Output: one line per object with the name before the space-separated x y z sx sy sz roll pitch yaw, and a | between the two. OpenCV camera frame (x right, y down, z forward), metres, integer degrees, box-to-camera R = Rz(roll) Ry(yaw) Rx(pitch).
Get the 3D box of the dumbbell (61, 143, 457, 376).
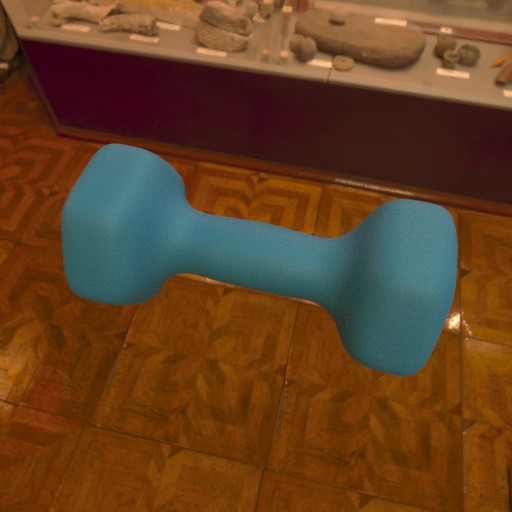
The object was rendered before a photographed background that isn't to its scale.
dumbbell | 0.000 0.000 0.187 0.152 0.066 0.074 13 58 8
